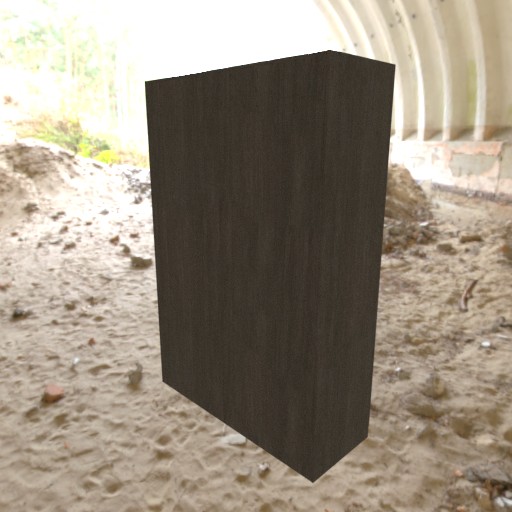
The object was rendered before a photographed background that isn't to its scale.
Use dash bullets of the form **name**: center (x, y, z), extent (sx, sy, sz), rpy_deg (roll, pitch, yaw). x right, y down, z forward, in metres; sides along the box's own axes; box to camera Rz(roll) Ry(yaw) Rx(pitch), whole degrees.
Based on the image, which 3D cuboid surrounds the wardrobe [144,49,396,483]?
- **wardrobe**: center (0.000, 0.000, 2.492), extent (0.510, 1.910, 1.290), rpy_deg (-14, 20, -43)
